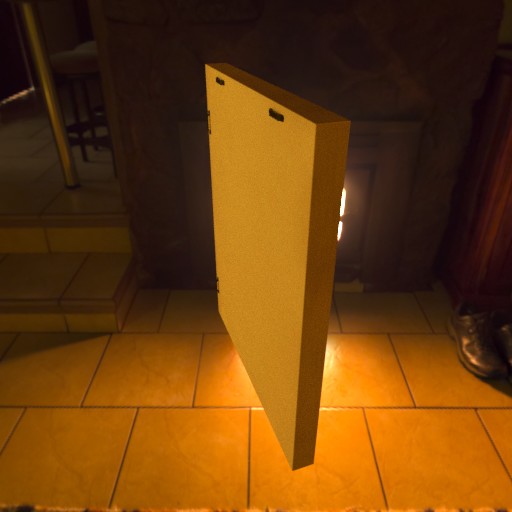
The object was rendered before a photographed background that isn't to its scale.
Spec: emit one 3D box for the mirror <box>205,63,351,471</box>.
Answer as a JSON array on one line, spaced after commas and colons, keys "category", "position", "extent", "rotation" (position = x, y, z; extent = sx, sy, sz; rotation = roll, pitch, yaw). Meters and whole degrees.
[{"category": "mirror", "position": [0.000, 0.000, 0.694], "extent": [0.041, 0.509, 0.406], "rotation": [-10, 32, -17]}]
